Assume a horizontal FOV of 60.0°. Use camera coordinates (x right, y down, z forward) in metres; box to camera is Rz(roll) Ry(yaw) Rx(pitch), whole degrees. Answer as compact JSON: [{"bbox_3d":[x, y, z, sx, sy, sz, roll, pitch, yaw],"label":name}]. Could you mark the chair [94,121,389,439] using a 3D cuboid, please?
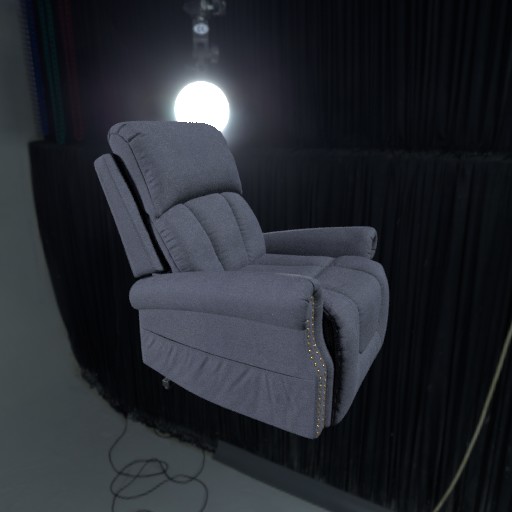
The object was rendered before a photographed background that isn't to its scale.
[{"bbox_3d":[0.000,0.000,1.767,0.979,1.031,0.871,8,19,26],"label":"chair"}]
